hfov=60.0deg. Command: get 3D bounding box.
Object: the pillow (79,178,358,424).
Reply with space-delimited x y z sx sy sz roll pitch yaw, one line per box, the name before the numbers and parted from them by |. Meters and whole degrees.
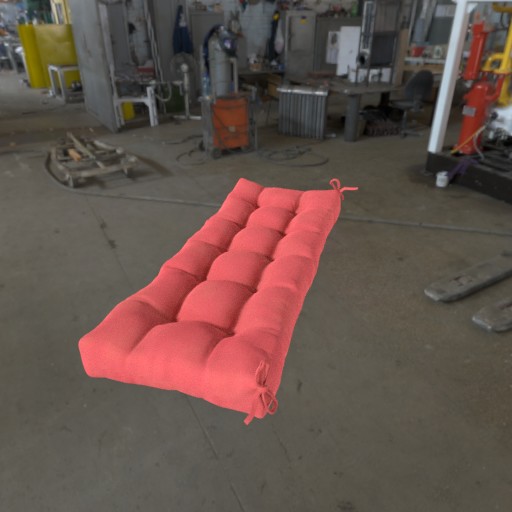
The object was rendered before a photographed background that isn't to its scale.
pillow | 0.000 0.000 1.383 0.511 0.174 1.194 8 30 15
